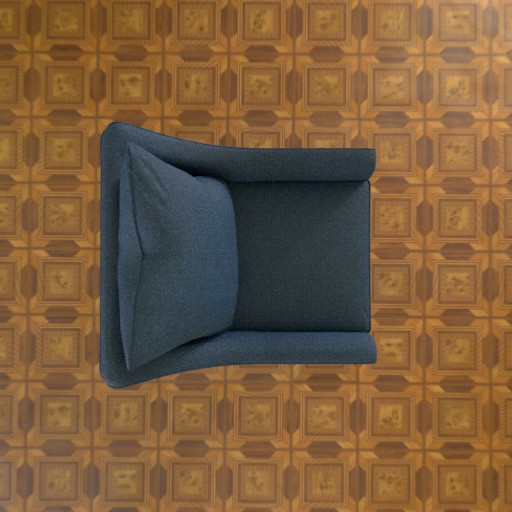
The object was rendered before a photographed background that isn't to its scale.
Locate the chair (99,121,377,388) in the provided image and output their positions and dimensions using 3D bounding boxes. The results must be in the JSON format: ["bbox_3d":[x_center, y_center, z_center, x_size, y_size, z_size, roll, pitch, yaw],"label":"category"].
[{"bbox_3d":[0.000,0.000,1.583,0.870,0.939,0.750,0,89,0],"label":"chair"}]
